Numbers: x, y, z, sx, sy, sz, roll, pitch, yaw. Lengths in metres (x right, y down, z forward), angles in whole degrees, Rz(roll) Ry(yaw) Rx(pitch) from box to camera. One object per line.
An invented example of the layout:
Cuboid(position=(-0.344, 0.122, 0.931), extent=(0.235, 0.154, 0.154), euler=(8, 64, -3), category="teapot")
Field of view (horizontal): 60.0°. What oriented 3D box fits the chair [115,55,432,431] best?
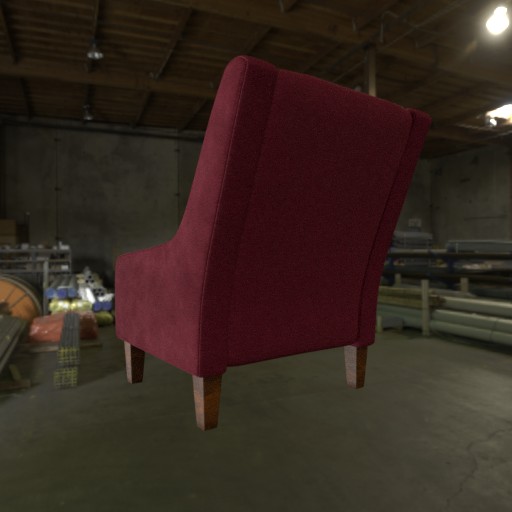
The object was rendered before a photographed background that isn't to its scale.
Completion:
Cuboid(position=(0.000, 0.000, 1.678), extent=(0.793, 1.017, 0.985), euler=(0, 1, -37), category="chair")
